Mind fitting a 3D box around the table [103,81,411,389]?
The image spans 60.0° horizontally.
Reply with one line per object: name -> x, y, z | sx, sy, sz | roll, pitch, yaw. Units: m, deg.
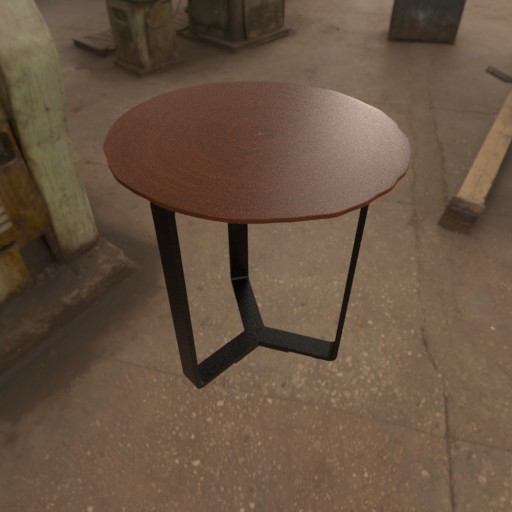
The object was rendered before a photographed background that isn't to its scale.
table -> 0.000, 0.000, 0.757 | 0.410, 0.450, 0.380 | 11, 44, 12
